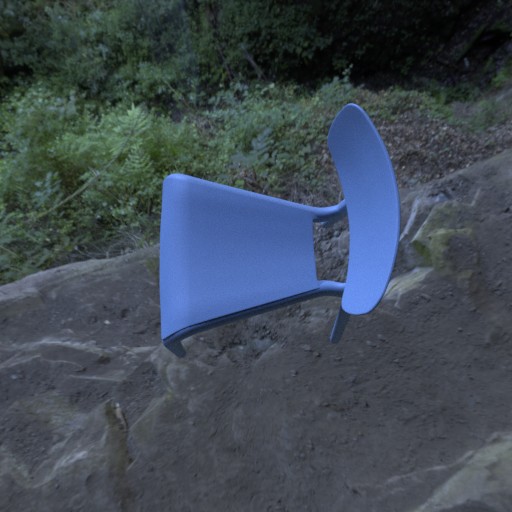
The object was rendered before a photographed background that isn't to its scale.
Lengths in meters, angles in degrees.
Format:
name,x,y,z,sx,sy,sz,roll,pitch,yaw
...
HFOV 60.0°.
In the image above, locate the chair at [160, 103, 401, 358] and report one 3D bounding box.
name,x,y,z,sx,sy,sz,roll,pitch,yaw
chair,0.000,0.000,0.842,0.401,0.580,0.356,-2,76,-1
